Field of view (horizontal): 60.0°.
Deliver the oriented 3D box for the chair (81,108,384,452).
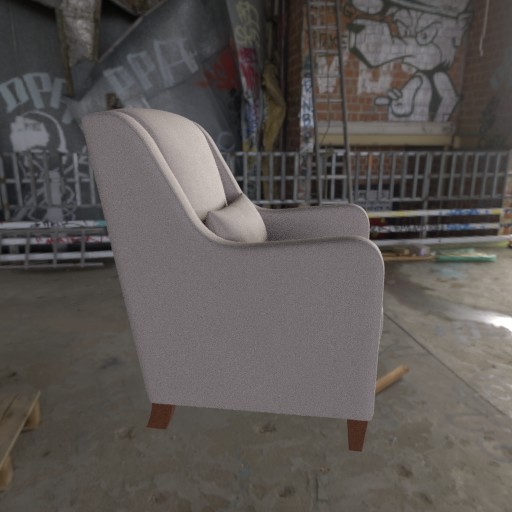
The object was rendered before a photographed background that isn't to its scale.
[{"bbox_3d":[0.000,0.000,1.593,0.863,1.010,0.715,3,15,10],"label":"chair"}]
